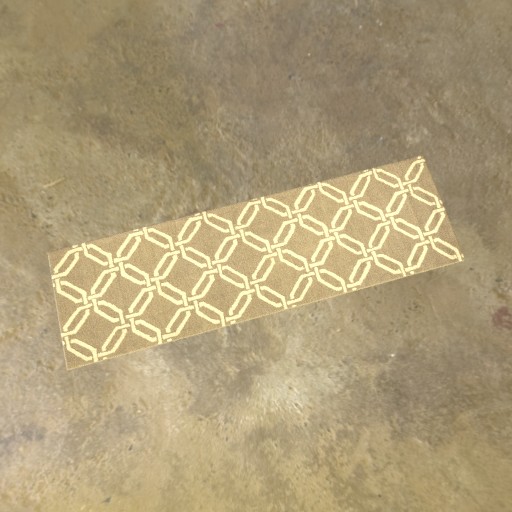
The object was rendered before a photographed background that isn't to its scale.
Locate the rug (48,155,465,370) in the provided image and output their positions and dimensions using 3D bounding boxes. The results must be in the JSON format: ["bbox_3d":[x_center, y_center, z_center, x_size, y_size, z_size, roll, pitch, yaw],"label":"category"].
[{"bbox_3d":[0.000,0.000,2.516,2.276,0.014,0.678,-15,76,-4],"label":"rug"}]
